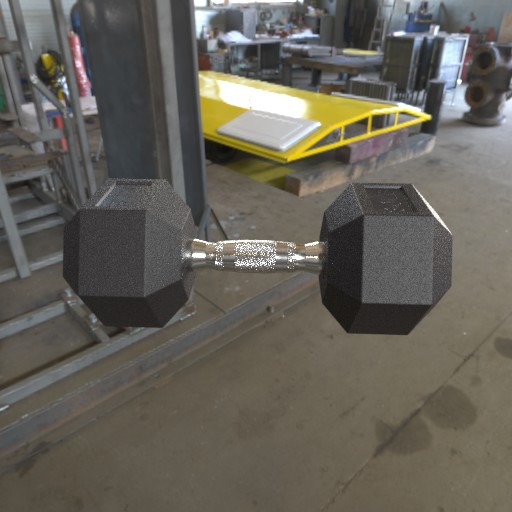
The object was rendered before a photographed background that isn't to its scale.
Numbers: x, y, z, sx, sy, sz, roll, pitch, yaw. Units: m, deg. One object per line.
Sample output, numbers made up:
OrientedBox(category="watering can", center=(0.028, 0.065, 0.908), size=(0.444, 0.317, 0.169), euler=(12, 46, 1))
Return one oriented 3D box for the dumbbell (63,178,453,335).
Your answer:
OrientedBox(category="dumbbell", center=(0.000, 0.000, 0.420), size=(0.337, 0.123, 0.142), euler=(1, 30, 2))
